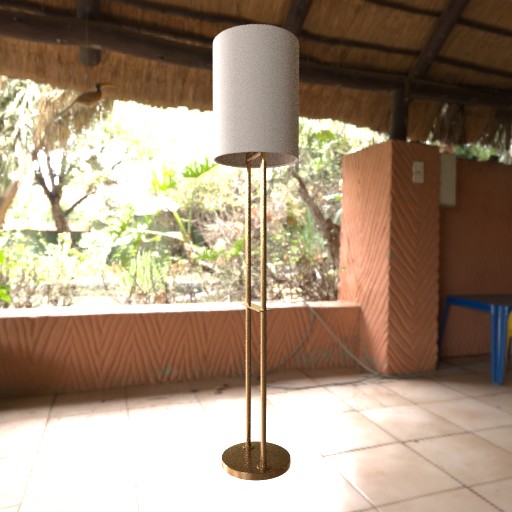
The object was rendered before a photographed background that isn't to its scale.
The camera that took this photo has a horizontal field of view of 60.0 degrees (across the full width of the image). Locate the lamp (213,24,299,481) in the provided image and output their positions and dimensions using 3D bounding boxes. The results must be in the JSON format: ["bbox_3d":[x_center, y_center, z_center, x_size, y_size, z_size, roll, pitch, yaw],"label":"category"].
[{"bbox_3d":[0.000,0.000,1.593,0.305,1.500,0.306,0,1,-19],"label":"lamp"}]
